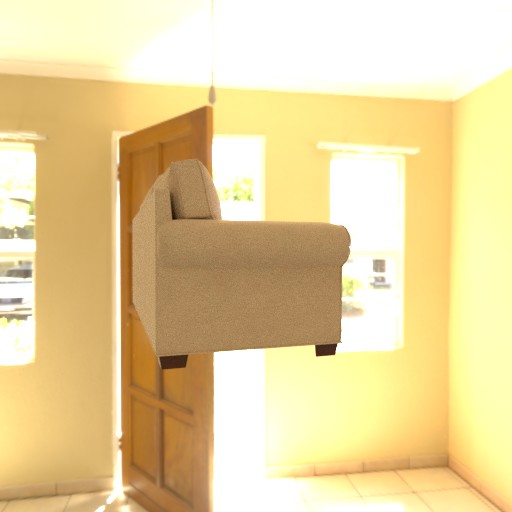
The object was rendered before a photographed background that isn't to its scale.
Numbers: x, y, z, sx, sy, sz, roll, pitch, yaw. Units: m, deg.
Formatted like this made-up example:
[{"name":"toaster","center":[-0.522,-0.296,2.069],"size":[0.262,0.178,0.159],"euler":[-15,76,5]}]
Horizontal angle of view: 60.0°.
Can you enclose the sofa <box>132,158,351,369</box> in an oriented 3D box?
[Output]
[{"name":"sofa","center":[0.000,0.000,2.415],"size":[1.226,0.734,1.770],"euler":[0,1,-18]}]
